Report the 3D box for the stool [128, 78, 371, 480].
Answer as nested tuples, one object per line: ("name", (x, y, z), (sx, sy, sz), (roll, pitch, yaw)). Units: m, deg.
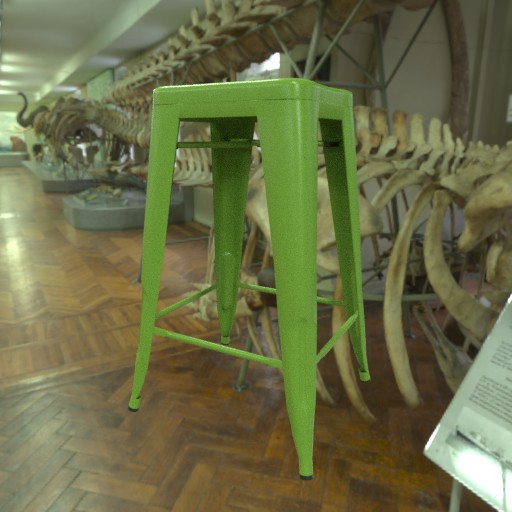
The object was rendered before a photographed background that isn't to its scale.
("stool", (0.000, 0.000, 0.862), (0.398, 0.609, 0.358), (8, 17, 29))
